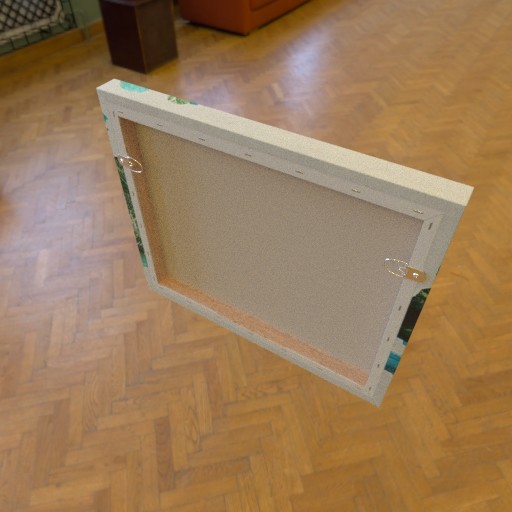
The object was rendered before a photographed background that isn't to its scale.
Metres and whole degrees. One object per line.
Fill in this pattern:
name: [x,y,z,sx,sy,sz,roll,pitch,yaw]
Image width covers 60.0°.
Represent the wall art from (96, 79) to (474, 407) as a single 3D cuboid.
wall art: [0.000,0.000,0.696,0.507,0.435,0.041,23,50,21]
